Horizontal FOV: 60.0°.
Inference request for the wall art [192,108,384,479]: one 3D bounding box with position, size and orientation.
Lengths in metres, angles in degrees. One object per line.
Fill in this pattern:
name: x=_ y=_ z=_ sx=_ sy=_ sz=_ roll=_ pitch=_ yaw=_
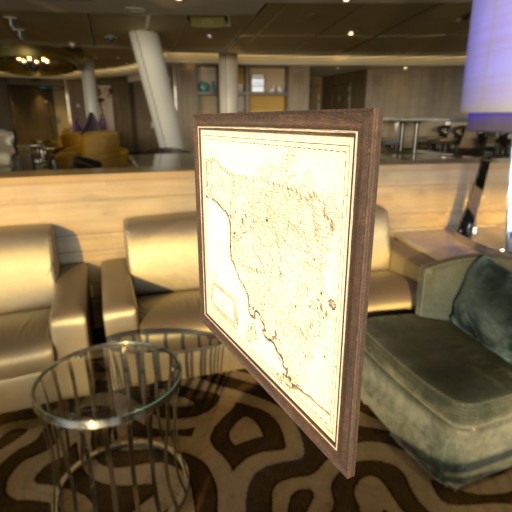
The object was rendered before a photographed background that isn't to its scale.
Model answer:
wall art: x=0.000 y=0.000 z=1.417 sx=0.023 sy=0.875 sz=1.033 roll=-9 pitch=19 yaw=-26
